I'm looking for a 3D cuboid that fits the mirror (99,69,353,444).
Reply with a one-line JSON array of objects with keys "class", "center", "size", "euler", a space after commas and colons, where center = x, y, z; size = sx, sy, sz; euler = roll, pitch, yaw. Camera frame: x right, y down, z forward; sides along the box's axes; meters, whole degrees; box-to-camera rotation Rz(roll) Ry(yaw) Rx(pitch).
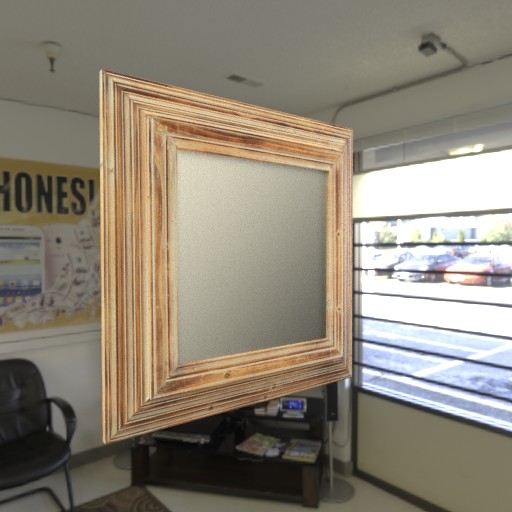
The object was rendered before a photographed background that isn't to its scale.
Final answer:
[{"class": "mirror", "center": [0.000, 0.000, 1.185], "size": [0.804, 0.804, 0.061], "euler": [-1, 2, -37]}]
